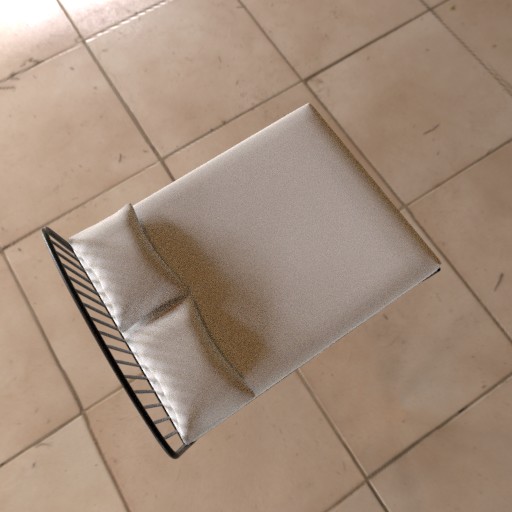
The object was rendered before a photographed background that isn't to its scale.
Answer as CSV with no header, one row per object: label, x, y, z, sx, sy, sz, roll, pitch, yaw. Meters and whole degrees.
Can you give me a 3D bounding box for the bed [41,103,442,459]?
bed,0.000,0.000,3.118,2.159,1.166,1.618,-33,76,-9
